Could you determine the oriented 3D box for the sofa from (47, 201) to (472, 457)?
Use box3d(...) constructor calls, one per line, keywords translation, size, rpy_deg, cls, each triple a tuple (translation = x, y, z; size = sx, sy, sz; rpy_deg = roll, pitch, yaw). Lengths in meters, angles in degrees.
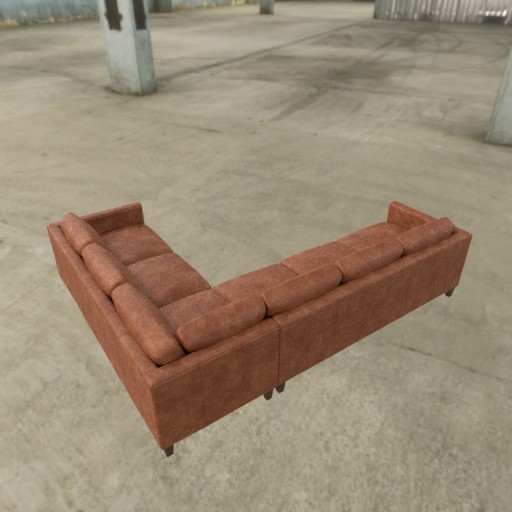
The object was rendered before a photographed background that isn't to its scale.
box3d(translation=(0.000, 0.000, 4.243), size=(3.167, 0.838, 2.438), rpy_deg=(-20, 37, -29), cls="sofa")
